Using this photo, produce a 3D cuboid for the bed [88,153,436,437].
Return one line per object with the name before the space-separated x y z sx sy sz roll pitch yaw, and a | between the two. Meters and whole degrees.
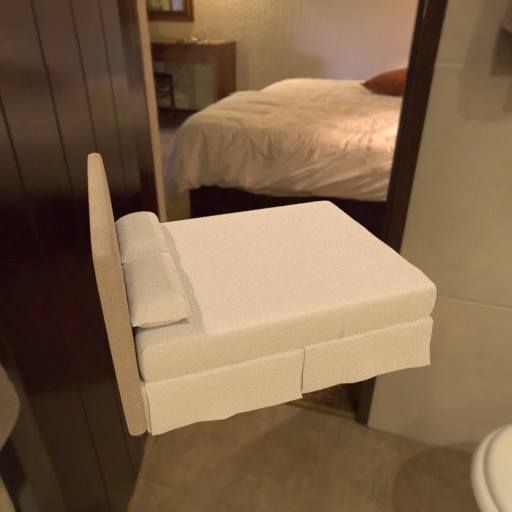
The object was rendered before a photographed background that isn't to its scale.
bed | 0.000 0.000 3.295 2.162 1.330 1.713 -10 31 -17
